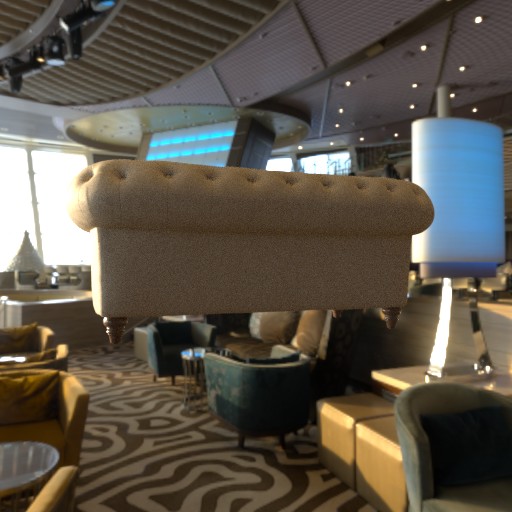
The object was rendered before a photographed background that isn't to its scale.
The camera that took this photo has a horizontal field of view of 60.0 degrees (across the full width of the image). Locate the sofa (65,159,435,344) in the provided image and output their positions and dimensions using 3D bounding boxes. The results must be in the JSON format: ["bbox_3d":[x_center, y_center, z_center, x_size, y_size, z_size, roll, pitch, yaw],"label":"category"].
[{"bbox_3d":[0.000,0.000,2.478,1.988,0.835,1.069,0,-1,-19],"label":"sofa"}]
